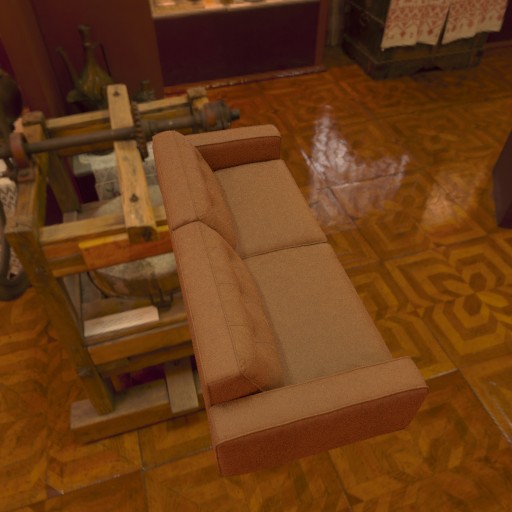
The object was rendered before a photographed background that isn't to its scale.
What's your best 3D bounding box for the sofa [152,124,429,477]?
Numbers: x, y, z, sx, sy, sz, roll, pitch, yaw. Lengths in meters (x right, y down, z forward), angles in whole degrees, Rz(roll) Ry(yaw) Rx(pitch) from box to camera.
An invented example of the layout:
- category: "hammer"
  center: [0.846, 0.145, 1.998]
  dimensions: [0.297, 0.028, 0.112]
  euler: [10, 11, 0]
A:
- category: "sofa"
  center: [0.000, 0.000, 2.663]
  dimensions: [0.953, 0.780, 2.270]
  euler: [-11, 47, -11]
